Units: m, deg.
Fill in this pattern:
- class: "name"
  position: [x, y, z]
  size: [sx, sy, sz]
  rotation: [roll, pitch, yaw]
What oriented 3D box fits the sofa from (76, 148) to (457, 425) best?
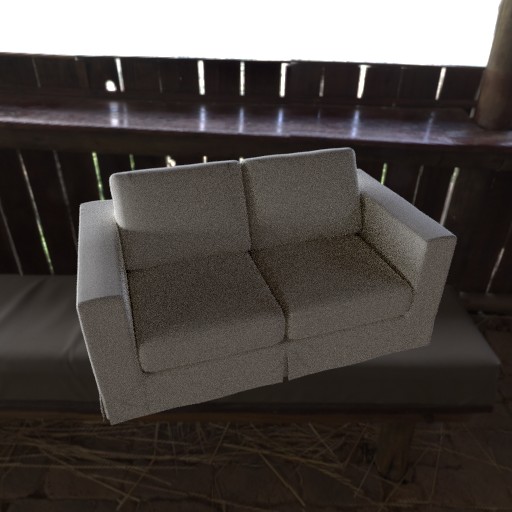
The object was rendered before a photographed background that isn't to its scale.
- class: "sofa"
  position: [0.000, 0.000, 2.459]
  size: [1.813, 0.932, 1.009]
  rotation: [-10, 33, -15]
